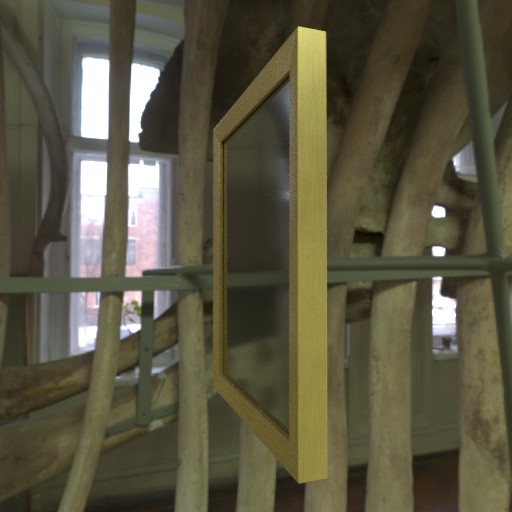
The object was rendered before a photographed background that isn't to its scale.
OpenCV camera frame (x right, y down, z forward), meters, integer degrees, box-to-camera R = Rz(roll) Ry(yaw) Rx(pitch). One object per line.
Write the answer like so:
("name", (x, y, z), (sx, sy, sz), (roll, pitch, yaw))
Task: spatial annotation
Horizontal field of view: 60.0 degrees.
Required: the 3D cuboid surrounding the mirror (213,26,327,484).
("mirror", (0.000, 0.000, 0.689), (0.041, 0.508, 0.405), (0, -1, -19))
